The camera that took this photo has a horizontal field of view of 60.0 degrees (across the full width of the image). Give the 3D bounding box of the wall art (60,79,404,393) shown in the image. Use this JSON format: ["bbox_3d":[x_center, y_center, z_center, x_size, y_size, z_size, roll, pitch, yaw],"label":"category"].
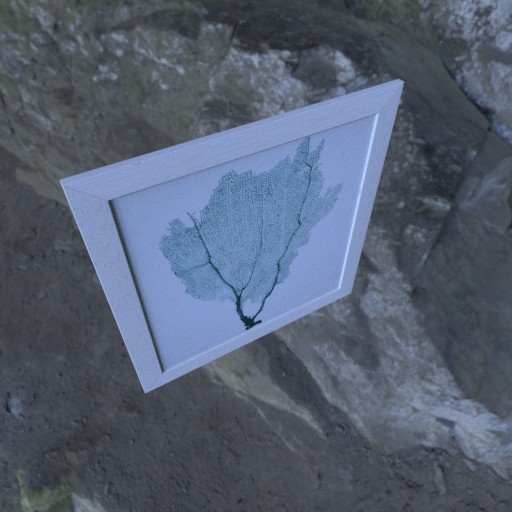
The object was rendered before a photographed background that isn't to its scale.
[{"bbox_3d":[0.000,0.000,0.871,0.572,0.577,0.015,-23,51,-20],"label":"wall art"}]
